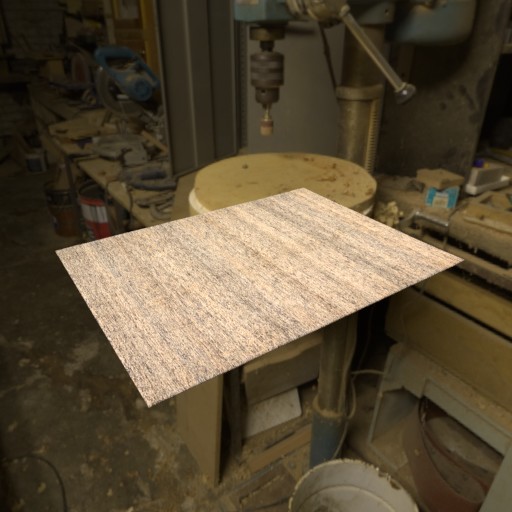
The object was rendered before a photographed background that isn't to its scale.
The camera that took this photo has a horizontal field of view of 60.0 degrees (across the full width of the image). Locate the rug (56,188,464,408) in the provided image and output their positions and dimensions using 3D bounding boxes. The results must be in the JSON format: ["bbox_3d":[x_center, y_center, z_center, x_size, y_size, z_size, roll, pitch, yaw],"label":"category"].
[{"bbox_3d":[0.000,0.000,4.339,3.199,0.036,2.414,-18,34,-29],"label":"rug"}]
